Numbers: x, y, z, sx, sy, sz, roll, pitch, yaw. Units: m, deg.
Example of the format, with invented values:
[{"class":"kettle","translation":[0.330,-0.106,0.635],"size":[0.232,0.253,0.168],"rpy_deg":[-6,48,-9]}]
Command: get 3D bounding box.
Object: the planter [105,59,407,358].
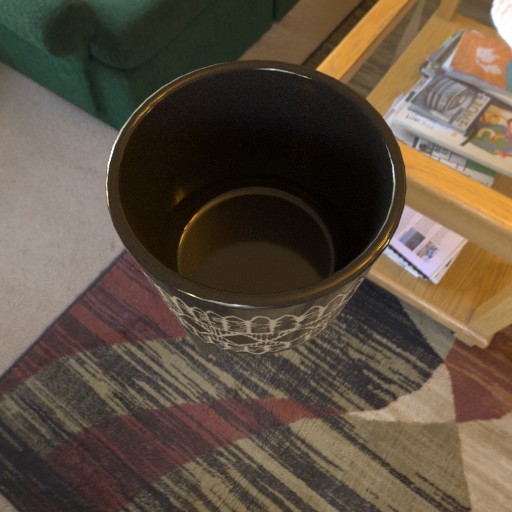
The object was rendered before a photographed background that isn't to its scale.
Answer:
[{"class":"planter","translation":[0.000,0.000,0.528],"size":[0.251,0.355,0.251],"rpy_deg":[17,66,8]}]
